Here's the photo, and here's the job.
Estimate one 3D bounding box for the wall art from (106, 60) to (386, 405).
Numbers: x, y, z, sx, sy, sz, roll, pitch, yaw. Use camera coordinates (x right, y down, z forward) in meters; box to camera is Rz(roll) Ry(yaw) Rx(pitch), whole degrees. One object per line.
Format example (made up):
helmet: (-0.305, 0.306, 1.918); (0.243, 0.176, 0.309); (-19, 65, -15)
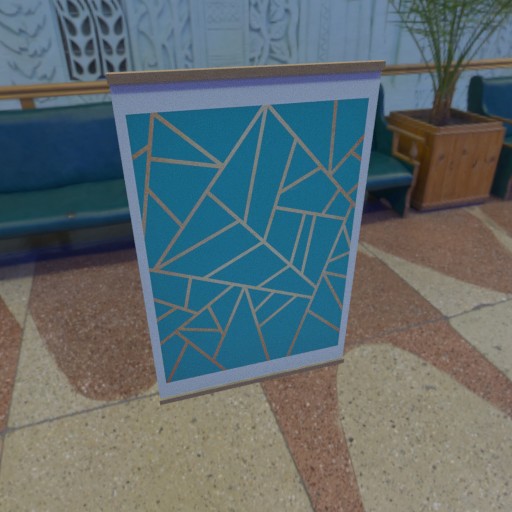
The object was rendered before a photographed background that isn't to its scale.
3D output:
wall art: (0.000, 0.000, 1.914); (0.990, 1.519, 0.030); (-9, 32, -14)
